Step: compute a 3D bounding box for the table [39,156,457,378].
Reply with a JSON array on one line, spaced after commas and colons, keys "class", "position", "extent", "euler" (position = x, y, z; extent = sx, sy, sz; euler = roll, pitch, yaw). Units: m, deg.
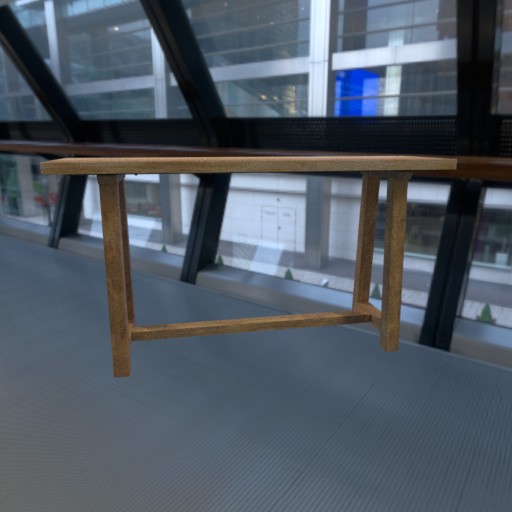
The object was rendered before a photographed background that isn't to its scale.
[{"class": "table", "position": [0.000, 0.000, 1.886], "extent": [1.524, 0.810, 0.405], "euler": [-3, 15, -11]}]
